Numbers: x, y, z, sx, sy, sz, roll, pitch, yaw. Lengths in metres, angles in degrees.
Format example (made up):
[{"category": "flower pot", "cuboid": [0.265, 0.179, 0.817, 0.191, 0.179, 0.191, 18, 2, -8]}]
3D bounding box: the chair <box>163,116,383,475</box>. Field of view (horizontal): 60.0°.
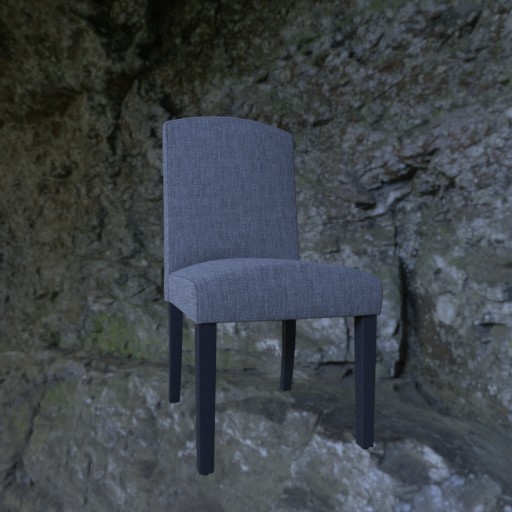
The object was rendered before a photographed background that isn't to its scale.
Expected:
[{"category": "chair", "cuboid": [0.000, 0.000, 1.228, 0.451, 0.917, 0.580, 0, 0, -19]}]
